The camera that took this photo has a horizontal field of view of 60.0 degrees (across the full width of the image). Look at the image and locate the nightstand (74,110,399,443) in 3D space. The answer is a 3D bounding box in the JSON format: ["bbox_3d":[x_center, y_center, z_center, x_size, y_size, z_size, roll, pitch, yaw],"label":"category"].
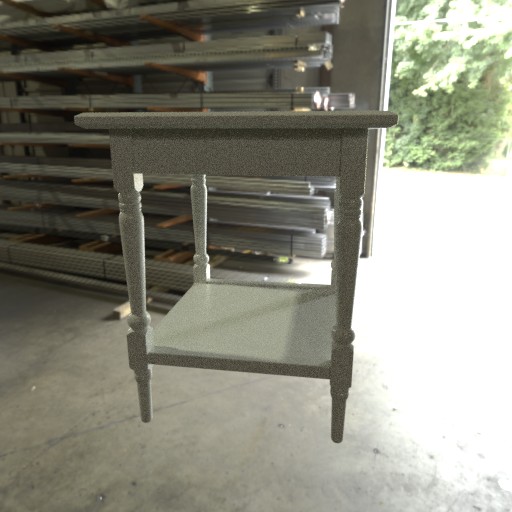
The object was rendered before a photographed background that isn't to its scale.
[{"bbox_3d":[0.000,0.000,0.927,0.459,0.555,0.505,3,16,9],"label":"nightstand"}]
